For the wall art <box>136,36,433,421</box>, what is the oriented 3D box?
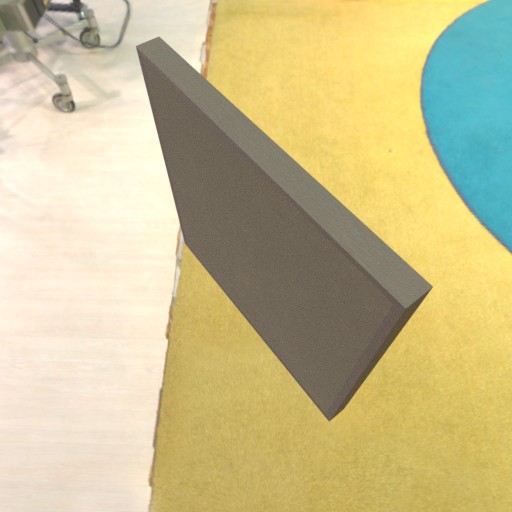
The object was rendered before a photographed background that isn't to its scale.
[{"bbox_3d":[0.000,0.000,0.739,0.038,0.506,0.508,-33,64,-19],"label":"wall art"}]
